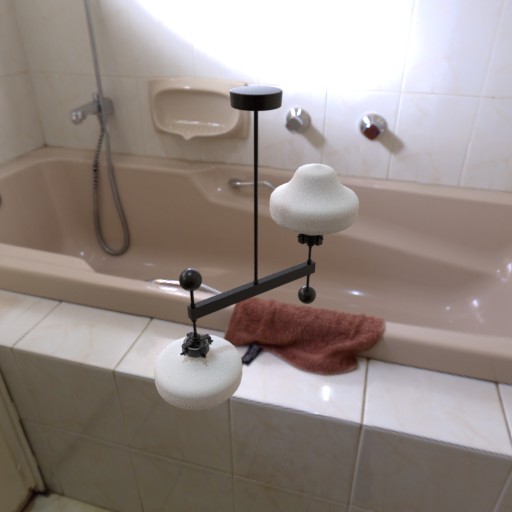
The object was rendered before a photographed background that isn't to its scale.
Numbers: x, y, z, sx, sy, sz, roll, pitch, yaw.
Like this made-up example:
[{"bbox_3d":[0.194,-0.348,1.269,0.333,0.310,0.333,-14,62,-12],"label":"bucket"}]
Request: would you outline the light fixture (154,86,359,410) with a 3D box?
[{"bbox_3d":[0.000,0.000,1.046,0.422,0.743,0.489,9,31,16],"label":"light fixture"}]
